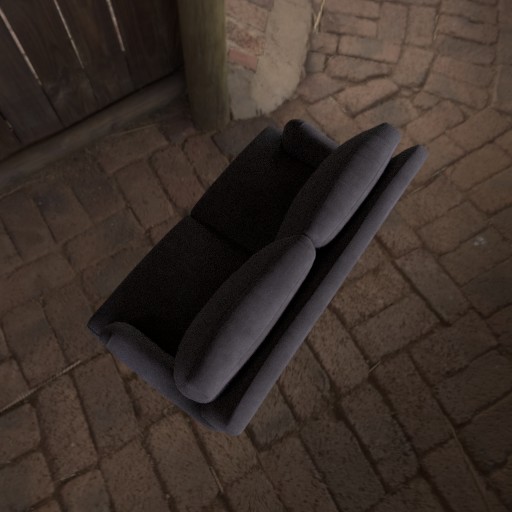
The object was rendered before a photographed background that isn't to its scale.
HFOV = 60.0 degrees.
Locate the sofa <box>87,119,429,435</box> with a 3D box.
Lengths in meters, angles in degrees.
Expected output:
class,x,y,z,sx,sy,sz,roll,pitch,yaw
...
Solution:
class,x,y,z,sx,sy,sz,roll,pitch,yaw
sofa,0.000,0.000,2.623,1.084,1.101,1.853,32,67,15
